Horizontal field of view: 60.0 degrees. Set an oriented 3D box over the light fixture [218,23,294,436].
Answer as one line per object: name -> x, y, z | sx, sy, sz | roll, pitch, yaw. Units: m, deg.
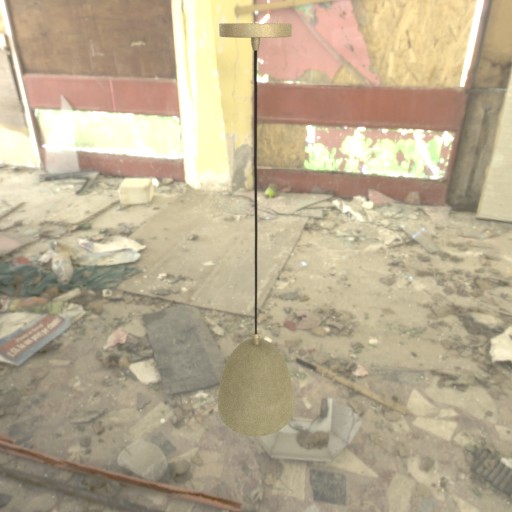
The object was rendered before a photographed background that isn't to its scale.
light fixture -> 0.000, 0.000, 0.818 | 0.170, 0.759, 0.170 | 19, 33, 31
